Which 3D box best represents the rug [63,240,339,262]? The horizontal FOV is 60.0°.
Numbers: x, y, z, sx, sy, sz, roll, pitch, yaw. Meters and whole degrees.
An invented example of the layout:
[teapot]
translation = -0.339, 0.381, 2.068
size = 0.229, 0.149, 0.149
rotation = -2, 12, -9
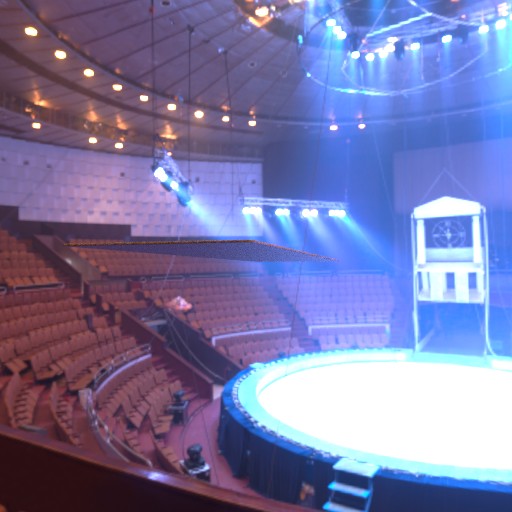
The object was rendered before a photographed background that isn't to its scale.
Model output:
[rug]
translation = 0.000, 0.000, 2.487
size = 0.676, 0.008, 2.277
rotation = -1, -2, 17
